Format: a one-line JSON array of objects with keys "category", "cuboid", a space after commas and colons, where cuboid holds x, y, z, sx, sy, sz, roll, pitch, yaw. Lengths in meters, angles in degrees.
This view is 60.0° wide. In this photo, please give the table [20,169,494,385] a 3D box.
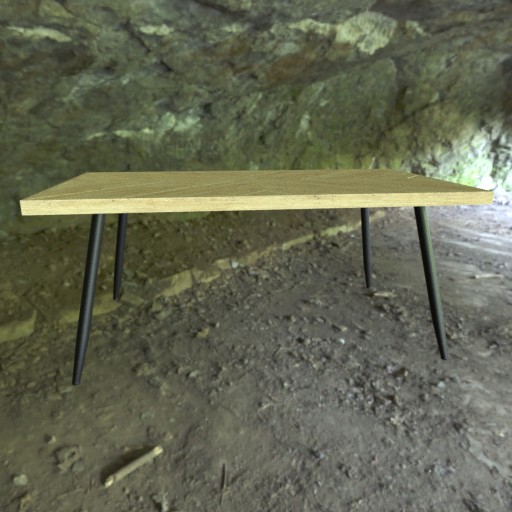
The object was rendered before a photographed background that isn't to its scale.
[{"category": "table", "cuboid": [0.000, 0.000, 2.249, 1.803, 0.762, 0.991, -2, 16, -7]}]
